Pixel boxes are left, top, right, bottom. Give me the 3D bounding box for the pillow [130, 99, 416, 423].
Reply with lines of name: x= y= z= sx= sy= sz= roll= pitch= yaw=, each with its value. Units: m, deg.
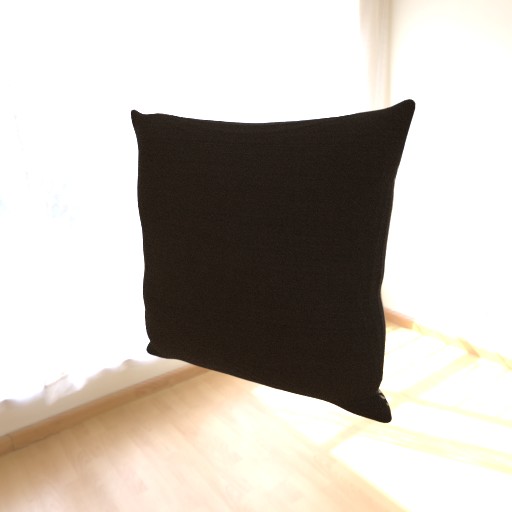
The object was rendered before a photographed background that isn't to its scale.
pillow: x=0.000 y=0.000 z=0.671 sx=0.440 sy=0.441 sz=0.182 roll=8 pitch=19 yaw=25
